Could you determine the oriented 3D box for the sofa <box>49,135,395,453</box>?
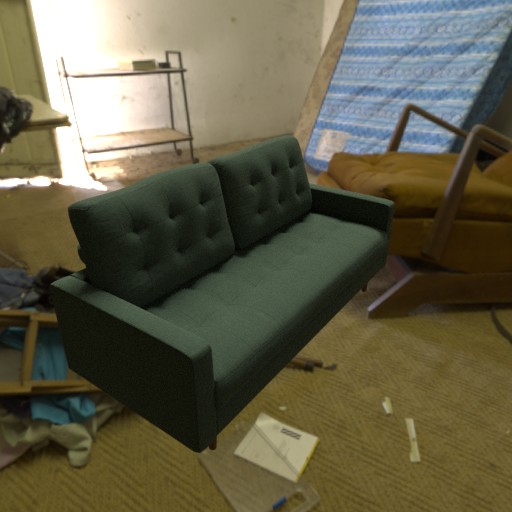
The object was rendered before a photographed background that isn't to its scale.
[{"bbox_3d":[0.000,0.000,2.566,0.966,1.050,2.010,18,32,31],"label":"sofa"}]
